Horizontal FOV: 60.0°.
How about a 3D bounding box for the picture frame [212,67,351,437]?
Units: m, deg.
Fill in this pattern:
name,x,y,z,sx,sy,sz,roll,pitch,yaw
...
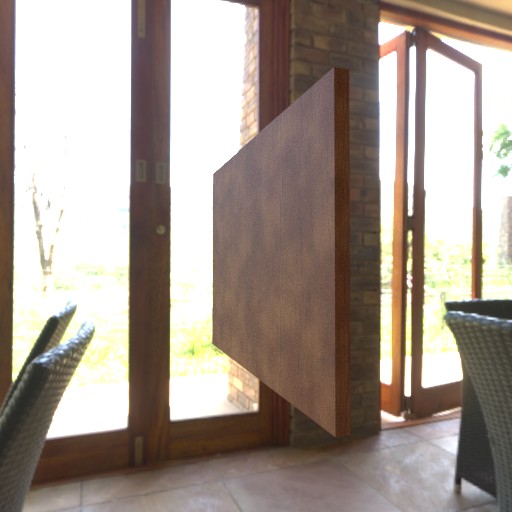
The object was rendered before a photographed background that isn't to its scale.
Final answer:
name,x,y,z,sx,sy,sz,roll,pitch,yaw
picture frame,0.000,0.000,1.220,0.029,0.640,0.950,0,-1,-18
